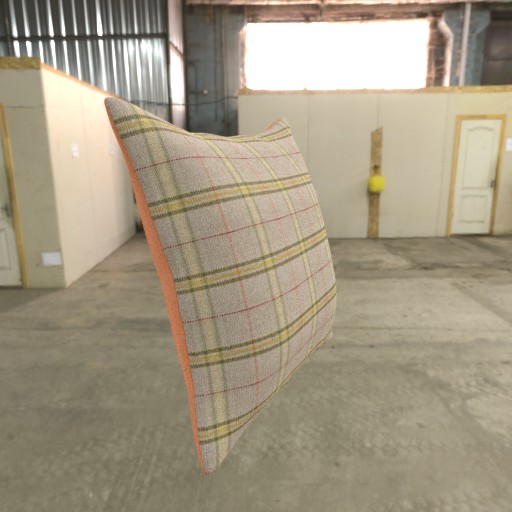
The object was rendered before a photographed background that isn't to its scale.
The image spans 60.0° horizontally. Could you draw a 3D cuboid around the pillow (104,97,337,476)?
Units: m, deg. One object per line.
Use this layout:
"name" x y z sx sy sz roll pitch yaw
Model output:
"pillow" 0.000 0.000 0.677 0.200 0.430 0.453 7 16 27
